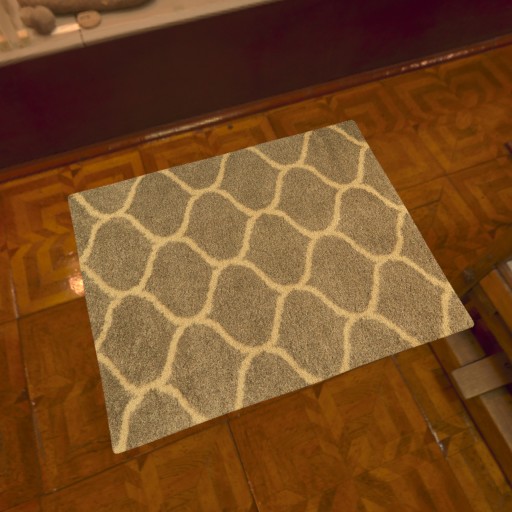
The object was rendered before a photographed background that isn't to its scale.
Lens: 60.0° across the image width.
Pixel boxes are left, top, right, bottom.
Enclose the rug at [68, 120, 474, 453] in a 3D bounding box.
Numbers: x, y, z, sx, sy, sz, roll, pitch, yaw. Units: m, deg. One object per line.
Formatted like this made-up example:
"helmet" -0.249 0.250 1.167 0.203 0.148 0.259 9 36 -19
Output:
"rug" 0.000 0.000 3.949 3.000 0.026 2.399 -17 64 -9
